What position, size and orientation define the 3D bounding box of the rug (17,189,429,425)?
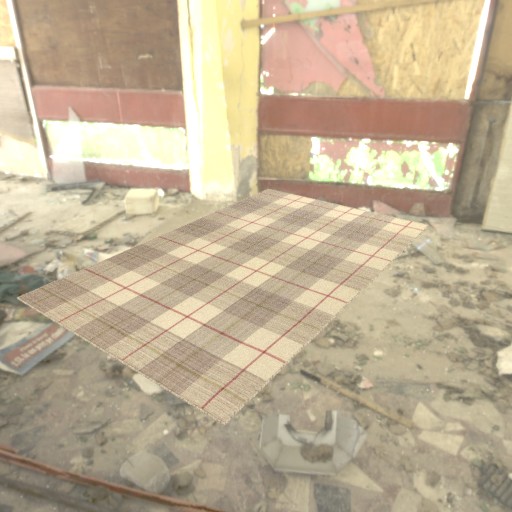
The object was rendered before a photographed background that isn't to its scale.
[{"bbox_3d":[0.000,0.000,2.981,1.549,0.010,2.464,18,32,32],"label":"rug"}]
